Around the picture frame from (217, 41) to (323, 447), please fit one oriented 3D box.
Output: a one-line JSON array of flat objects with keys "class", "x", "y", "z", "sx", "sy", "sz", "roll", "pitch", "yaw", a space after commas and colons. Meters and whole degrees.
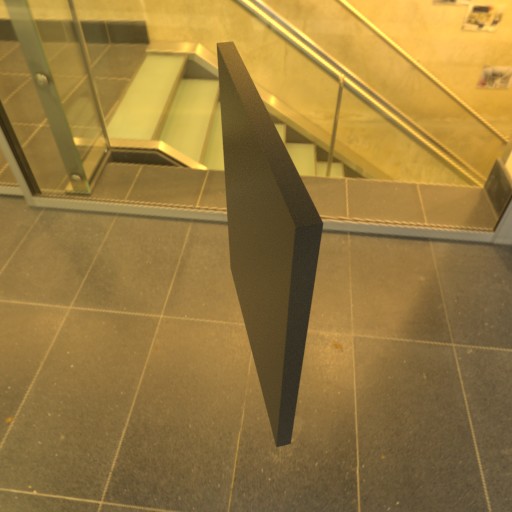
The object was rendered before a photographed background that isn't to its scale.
[{"class": "picture frame", "x": 0.000, "y": 0.000, "z": 0.781, "sx": 0.028, "sy": 0.556, "sz": 0.460, "roll": -9, "pitch": 47, "yaw": -9}]
